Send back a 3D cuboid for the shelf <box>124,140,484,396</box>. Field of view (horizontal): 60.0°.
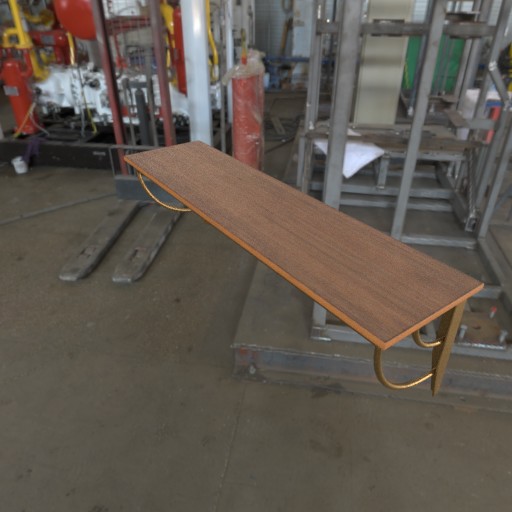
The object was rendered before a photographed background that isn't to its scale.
[{"bbox_3d":[0.000,0.000,0.719,0.166,0.190,0.636,-21,38,-30],"label":"shelf"}]
